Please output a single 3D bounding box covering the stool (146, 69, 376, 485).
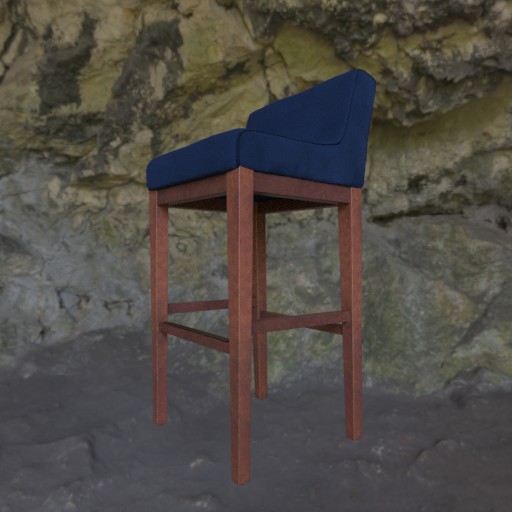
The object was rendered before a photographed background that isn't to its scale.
[{"bbox_3d":[0.000,0.000,1.312,0.500,1.037,0.511,-1,1,-37],"label":"stool"}]
